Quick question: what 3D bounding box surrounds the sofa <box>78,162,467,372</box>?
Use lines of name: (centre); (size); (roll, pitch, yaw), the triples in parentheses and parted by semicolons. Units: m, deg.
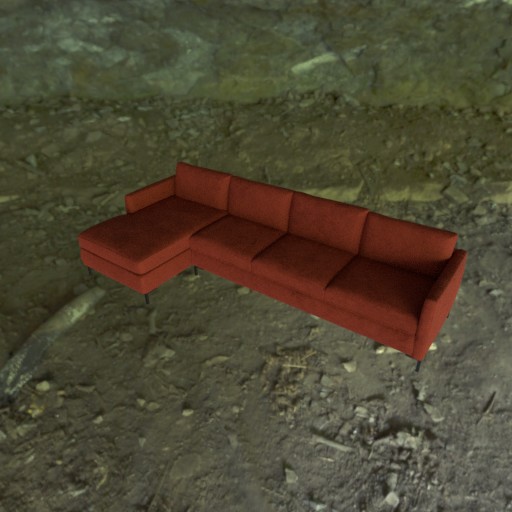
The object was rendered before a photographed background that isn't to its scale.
sofa: (0.000, 0.000, 3.035); (2.467, 0.663, 1.136); (20, 36, 30)
